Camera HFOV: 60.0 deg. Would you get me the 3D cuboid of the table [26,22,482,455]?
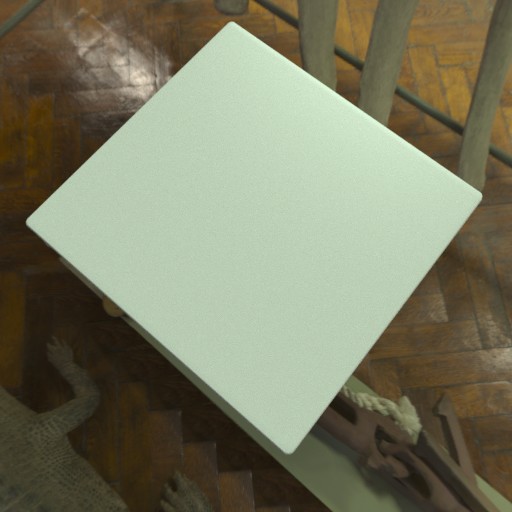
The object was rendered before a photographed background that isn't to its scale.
[{"bbox_3d":[0.000,0.000,0.967,0.533,0.563,0.500,39,78,10],"label":"table"}]
